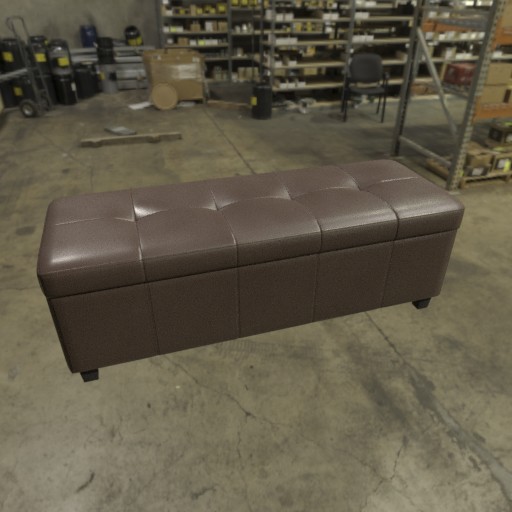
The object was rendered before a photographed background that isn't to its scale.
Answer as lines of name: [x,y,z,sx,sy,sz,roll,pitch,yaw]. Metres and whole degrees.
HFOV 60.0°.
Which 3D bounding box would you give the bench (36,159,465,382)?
bench: [0.000,0.000,1.455,1.219,0.417,0.450,-9,33,-15]
